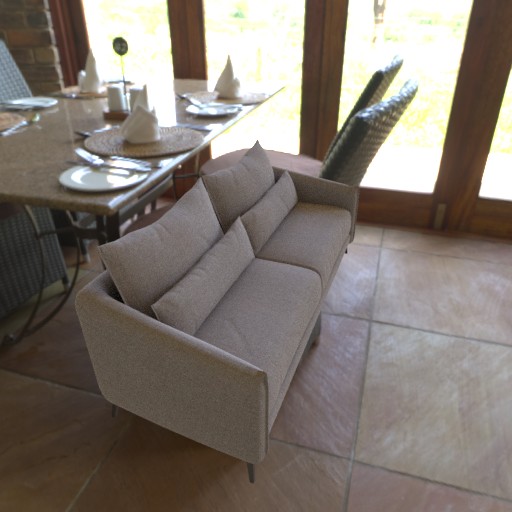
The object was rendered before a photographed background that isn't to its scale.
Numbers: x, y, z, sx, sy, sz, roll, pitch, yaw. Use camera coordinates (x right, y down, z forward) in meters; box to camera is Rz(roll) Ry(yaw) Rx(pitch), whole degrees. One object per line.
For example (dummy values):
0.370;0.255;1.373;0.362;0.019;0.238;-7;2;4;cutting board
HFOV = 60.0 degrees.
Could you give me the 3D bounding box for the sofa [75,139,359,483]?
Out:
0.000;0.000;2.428;0.809;0.833;2.022;10;30;18;sofa
